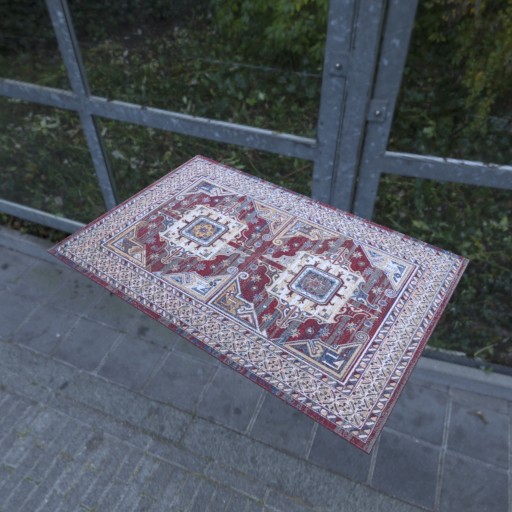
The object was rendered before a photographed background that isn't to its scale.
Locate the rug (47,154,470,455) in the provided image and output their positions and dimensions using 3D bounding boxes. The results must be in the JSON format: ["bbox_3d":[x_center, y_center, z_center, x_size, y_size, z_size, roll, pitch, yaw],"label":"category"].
[{"bbox_3d":[0.000,0.000,5.751,4.578,0.033,3.033,26,48,25],"label":"rug"}]
